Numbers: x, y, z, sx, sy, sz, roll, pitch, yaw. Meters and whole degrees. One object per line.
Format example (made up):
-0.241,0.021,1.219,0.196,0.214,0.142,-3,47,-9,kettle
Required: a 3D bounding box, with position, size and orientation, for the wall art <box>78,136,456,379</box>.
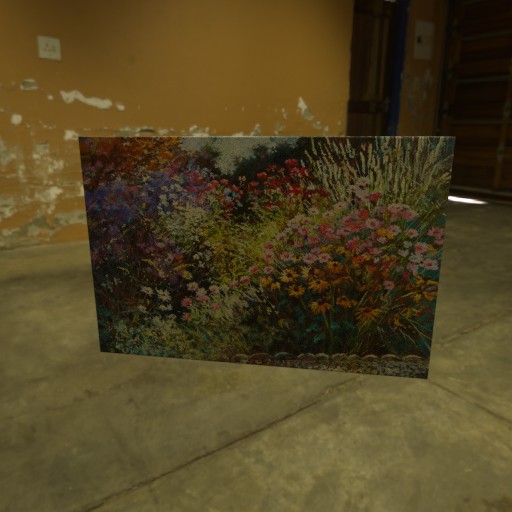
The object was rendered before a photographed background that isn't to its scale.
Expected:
0.000,0.000,0.781,0.610,0.406,0.037,3,16,9,wall art
